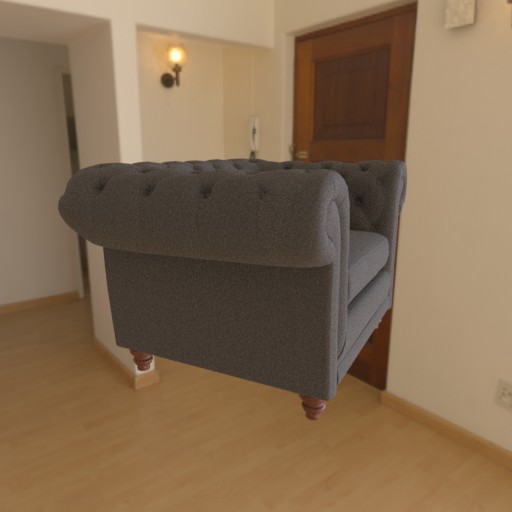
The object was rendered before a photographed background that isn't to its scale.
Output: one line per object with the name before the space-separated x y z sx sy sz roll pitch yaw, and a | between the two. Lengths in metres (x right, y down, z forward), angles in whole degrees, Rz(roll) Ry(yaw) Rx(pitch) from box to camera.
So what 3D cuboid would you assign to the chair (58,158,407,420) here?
chair | 0.000 0.000 1.833 0.976 0.770 1.270 7 15 26
